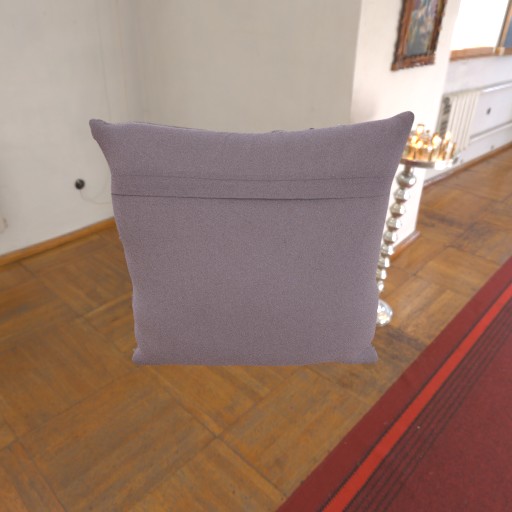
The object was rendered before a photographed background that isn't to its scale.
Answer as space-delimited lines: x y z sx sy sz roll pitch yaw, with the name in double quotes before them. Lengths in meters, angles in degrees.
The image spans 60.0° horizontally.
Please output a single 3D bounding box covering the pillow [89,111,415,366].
"pillow" 0.000 0.000 0.693 0.439 0.440 0.185 -1 31 -1
